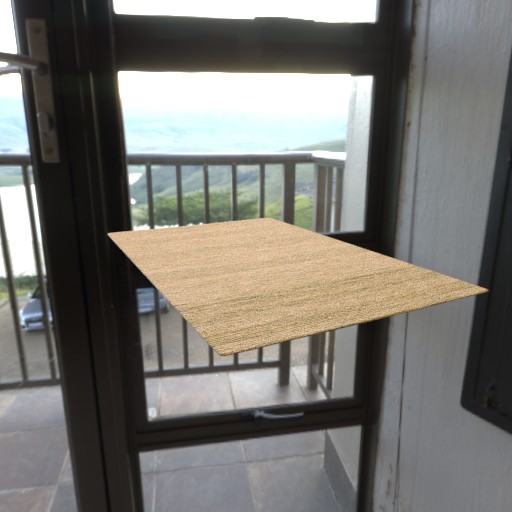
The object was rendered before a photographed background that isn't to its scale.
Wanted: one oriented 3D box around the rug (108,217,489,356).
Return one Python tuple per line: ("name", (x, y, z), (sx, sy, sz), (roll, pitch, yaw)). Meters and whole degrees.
("rug", (0.000, 0.000, 2.217), (1.143, 0.010, 1.758), (-8, 17, -27))
